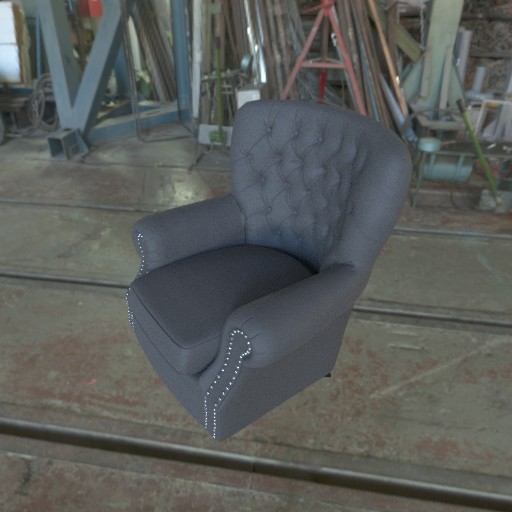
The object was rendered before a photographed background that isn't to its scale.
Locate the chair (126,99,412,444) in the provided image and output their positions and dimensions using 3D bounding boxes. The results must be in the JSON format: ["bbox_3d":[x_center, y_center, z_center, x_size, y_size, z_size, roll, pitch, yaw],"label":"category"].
[{"bbox_3d":[0.000,0.000,1.803,0.983,1.046,0.983,-21,37,-30],"label":"chair"}]
